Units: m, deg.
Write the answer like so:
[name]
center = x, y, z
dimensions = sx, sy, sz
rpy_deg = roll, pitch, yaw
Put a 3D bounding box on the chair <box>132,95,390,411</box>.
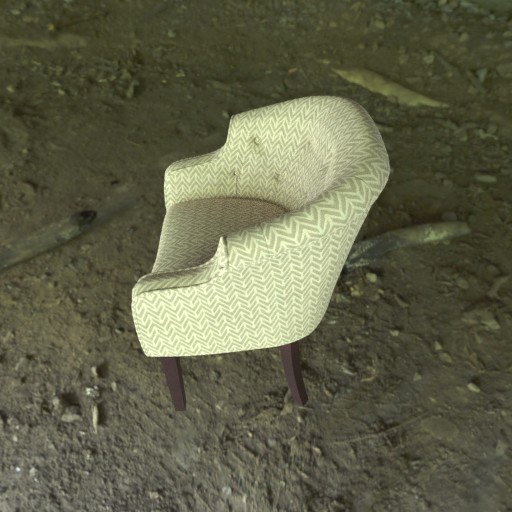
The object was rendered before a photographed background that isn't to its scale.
[chair]
center = 0.000, 0.000, 1.337
dimensions = 0.613, 0.858, 0.686
rpy_deg = 0, 41, -1
